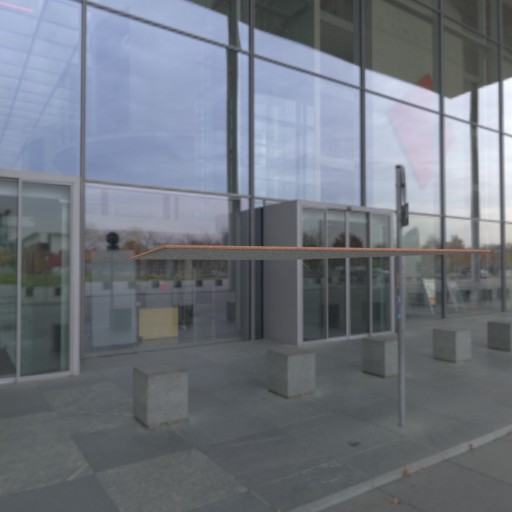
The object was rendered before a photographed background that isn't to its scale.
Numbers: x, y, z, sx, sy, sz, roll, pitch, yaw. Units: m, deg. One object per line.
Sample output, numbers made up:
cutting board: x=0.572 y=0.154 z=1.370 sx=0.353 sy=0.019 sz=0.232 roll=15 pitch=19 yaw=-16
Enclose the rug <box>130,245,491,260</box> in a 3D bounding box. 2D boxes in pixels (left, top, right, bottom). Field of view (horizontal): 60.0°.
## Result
rug: x=0.000 y=0.000 z=3.003 sx=1.524 sy=0.014 sz=2.438 roll=0 pitch=-1 yaw=-19
